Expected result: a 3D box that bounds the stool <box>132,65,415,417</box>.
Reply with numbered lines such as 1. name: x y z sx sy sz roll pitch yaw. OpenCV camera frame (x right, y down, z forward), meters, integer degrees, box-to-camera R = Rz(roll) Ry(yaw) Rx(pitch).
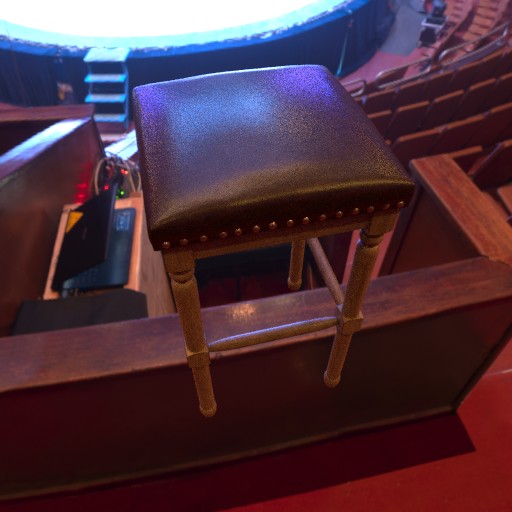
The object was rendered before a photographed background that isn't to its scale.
1. stool: 0.000 0.000 0.942 0.382 0.702 0.383 -10 49 -9
